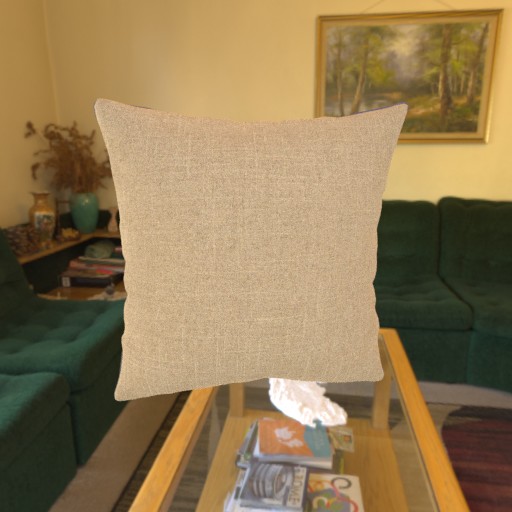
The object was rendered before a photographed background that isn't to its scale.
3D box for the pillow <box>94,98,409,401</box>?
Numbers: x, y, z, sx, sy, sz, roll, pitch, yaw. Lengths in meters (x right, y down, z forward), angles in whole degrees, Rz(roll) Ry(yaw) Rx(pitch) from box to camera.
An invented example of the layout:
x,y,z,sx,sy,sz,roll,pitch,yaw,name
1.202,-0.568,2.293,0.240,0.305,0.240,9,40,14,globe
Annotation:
x,y,z,sx,sy,sz,roll,pitch,yaw,name
0.000,0.000,0.663,0.440,0.441,0.147,-2,14,-9,pillow
